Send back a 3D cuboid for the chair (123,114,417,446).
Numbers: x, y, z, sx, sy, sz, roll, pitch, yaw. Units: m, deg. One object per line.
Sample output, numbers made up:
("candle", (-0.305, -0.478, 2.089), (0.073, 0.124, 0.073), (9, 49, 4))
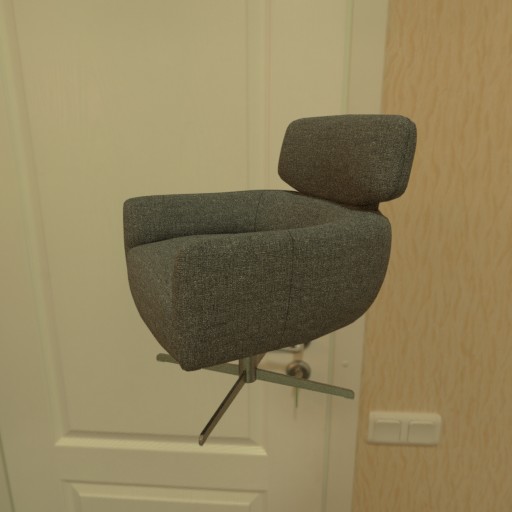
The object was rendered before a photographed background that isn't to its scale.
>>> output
("chair", (0.000, 0.000, 1.320), (0.715, 0.812, 0.706), (-7, 18, -24))
